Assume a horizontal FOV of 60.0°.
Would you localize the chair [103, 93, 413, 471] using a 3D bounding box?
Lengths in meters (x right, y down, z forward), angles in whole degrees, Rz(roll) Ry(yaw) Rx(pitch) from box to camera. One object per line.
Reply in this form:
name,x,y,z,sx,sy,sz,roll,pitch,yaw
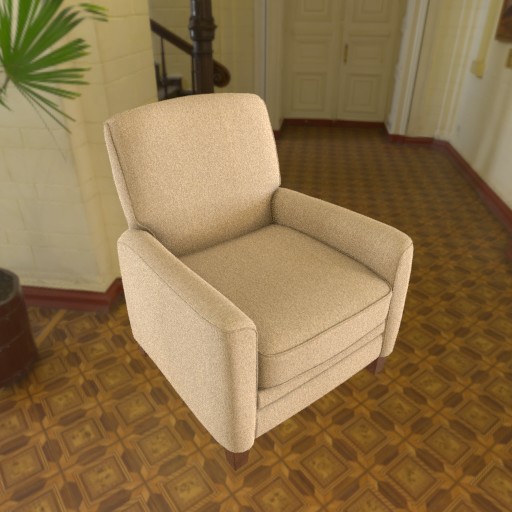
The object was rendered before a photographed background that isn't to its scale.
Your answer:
chair,0.000,0.000,1.635,0.848,1.014,0.864,-21,37,-32
